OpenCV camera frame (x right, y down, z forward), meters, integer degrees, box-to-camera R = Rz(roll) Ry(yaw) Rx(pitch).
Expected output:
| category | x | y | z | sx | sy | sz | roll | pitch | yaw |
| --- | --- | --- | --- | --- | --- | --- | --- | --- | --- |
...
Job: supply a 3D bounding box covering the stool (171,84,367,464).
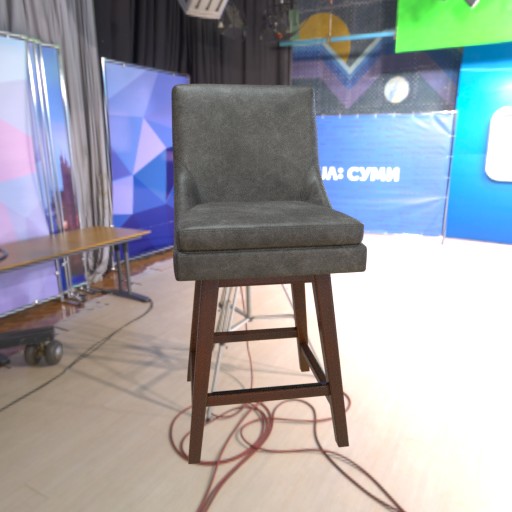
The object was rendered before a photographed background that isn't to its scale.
| category | x | y | z | sx | sy | sz | roll | pitch | yaw |
| --- | --- | --- | --- | --- | --- | --- | --- | --- | --- |
| stool | 0.000 | 0.000 | 1.377 | 0.492 | 1.046 | 0.587 | -2 | 16 | -9 |
